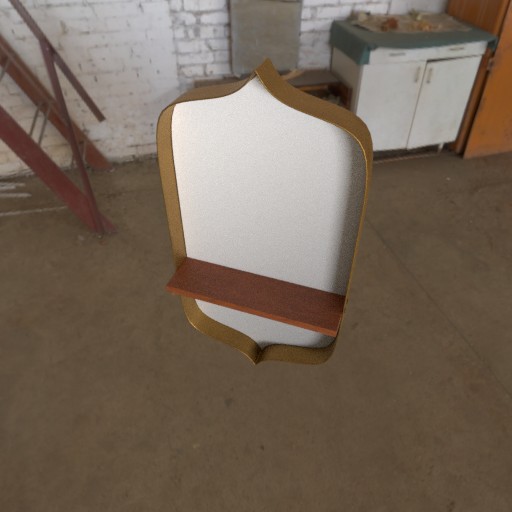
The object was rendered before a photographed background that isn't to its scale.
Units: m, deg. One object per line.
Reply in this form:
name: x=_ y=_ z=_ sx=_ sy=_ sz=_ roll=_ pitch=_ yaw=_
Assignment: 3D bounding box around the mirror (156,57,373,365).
mirror: x=0.000 y=0.000 z=0.748 sx=0.323 sy=0.613 sz=0.096 roll=13 pitch=43 yaw=15
